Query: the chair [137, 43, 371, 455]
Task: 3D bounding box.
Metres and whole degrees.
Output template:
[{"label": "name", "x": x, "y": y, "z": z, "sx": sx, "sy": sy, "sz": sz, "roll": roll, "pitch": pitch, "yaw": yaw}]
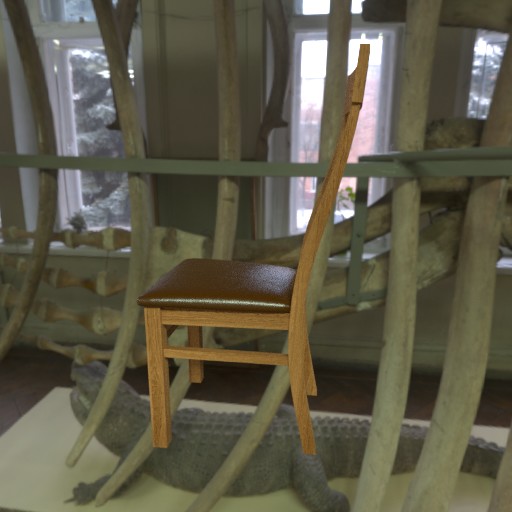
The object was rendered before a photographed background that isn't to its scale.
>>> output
[{"label": "chair", "x": 0.000, "y": 0.000, "z": 1.311, "sx": 0.580, "sy": 1.050, "sz": 0.450, "roll": 2, "pitch": 14, "yaw": 8}]
